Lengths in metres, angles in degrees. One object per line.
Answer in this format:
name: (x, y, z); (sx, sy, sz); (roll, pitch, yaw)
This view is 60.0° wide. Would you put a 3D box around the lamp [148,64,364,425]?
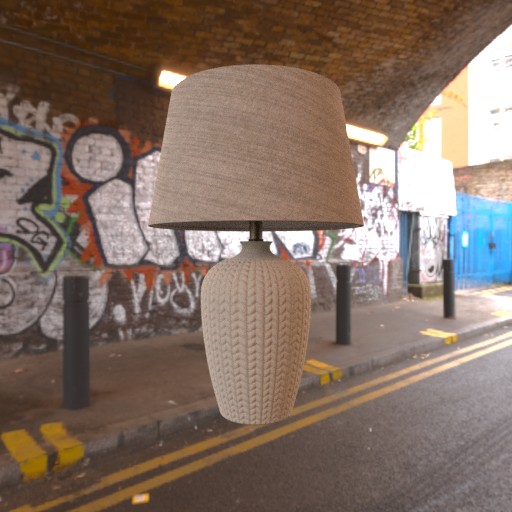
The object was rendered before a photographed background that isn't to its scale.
lamp: (0.000, 0.000, 0.823); (0.390, 0.580, 0.390); (0, 1, 0)
